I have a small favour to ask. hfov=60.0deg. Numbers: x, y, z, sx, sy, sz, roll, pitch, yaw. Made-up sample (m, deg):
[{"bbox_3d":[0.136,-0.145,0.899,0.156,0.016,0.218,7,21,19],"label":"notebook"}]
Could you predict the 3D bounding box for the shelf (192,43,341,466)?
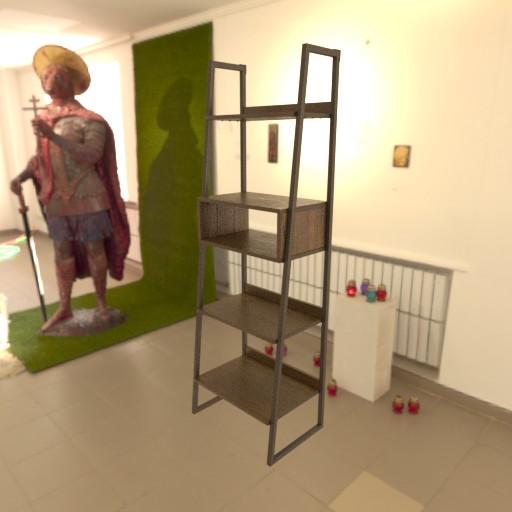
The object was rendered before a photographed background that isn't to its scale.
[{"bbox_3d":[0.000,0.000,2.364,0.652,2.005,0.454,14,21,43],"label":"shelf"}]
